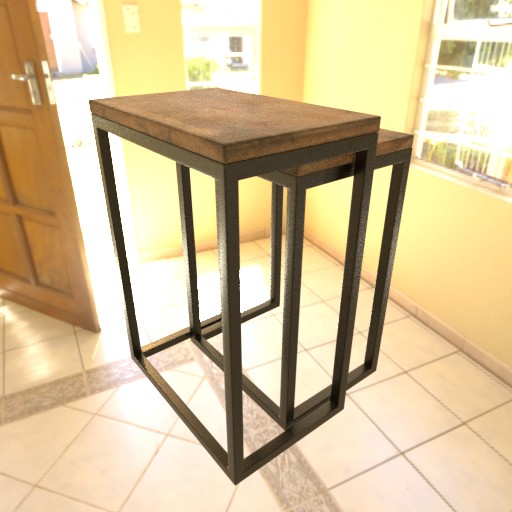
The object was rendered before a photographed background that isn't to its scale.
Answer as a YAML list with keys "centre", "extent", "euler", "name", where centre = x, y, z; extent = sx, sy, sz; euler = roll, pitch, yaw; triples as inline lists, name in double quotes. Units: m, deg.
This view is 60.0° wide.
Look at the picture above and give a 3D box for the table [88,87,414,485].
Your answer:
- centre: [0.000, 0.000, 0.931]
  extent: [0.460, 0.615, 0.456]
  euler: [-19, 33, -31]
  name: "table"
